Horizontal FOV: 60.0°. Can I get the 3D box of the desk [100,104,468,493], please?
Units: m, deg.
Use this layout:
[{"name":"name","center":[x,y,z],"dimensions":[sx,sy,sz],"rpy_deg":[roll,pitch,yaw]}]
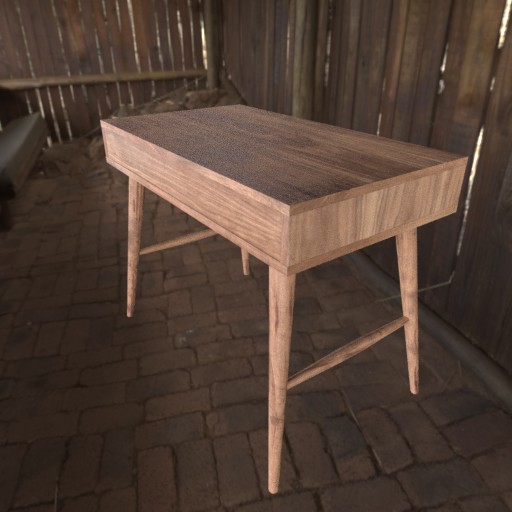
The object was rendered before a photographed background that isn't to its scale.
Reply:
[{"name":"desk","center":[0.000,0.000,1.407],"dimensions":[0.588,0.758,0.949],"rpy_deg":[-19,33,-31]}]
